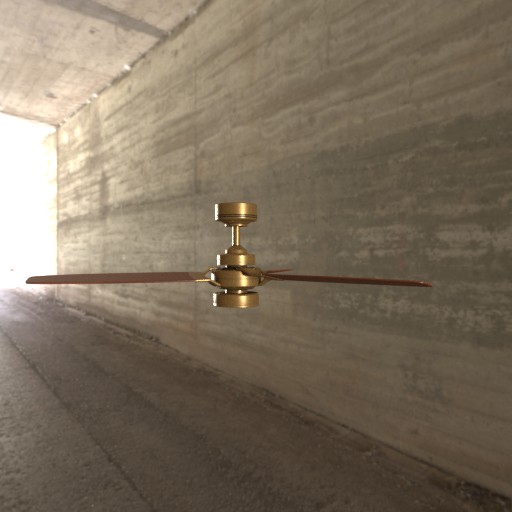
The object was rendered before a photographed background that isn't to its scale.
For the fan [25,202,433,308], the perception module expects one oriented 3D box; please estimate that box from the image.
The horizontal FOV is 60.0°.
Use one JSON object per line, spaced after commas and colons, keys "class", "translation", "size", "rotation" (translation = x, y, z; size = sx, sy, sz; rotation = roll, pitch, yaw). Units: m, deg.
{"class": "fan", "translation": [0.000, 0.000, 1.972], "size": [1.416, 0.425, 1.271], "rotation": [0, 0, 18]}
